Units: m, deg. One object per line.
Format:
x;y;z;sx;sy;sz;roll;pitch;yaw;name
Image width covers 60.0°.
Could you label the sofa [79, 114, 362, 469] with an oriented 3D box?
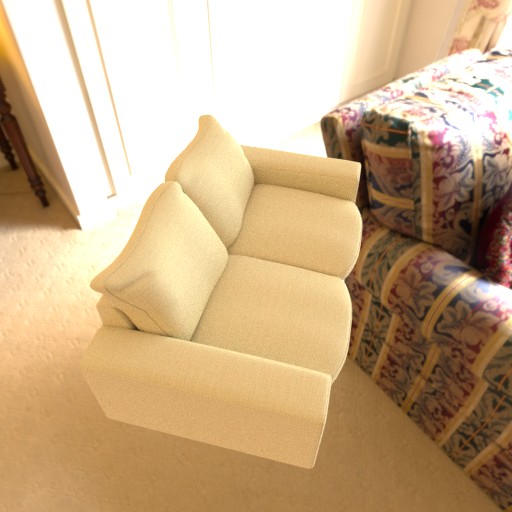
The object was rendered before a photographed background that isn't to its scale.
0.000;0.000;2.394;1.091;0.875;1.754;10;47;9;sofa
